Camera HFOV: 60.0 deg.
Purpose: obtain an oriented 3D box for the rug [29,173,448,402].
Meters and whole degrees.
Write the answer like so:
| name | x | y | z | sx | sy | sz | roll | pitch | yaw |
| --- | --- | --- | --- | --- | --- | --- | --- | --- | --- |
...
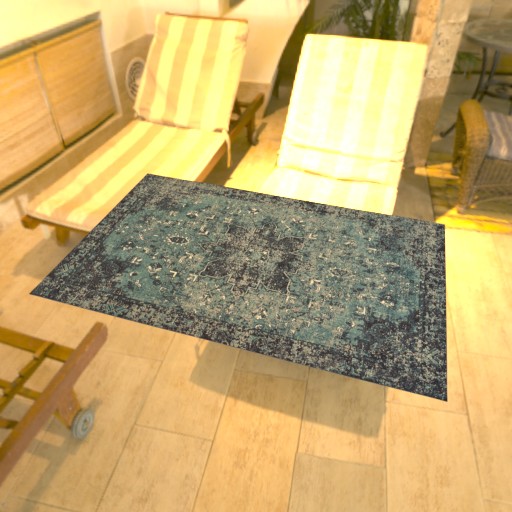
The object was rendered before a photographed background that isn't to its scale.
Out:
| name | x | y | z | sx | sy | sz | roll | pitch | yaw |
| --- | --- | --- | --- | --- | --- | --- | --- | --- | --- |
| rug | 0.000 | 0.000 | 2.989 | 2.440 | 0.007 | 1.525 | 12 | 42 | 13 |
